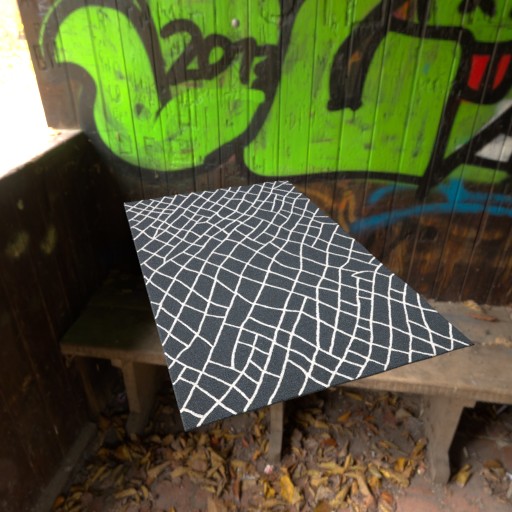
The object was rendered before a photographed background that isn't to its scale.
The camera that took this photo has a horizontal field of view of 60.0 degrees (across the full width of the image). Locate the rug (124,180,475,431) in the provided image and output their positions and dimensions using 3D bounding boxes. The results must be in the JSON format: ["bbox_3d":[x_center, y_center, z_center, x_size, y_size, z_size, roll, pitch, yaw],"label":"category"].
[{"bbox_3d":[0.000,0.000,3.058,1.529,0.017,2.448,-11,33,-17],"label":"rug"}]
